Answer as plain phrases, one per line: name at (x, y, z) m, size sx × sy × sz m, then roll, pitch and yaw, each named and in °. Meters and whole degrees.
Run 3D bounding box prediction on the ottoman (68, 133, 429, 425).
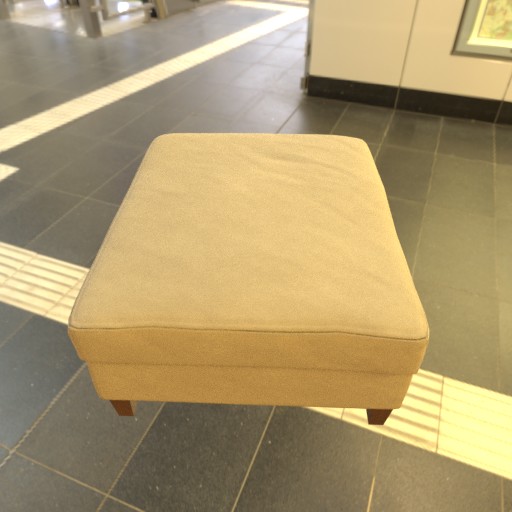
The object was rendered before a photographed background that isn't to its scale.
ottoman at (0.000, 0.000, 1.467) m, size 0.836 × 0.492 × 1.002 m, roll 1°, pitch 40°, yaw 2°
